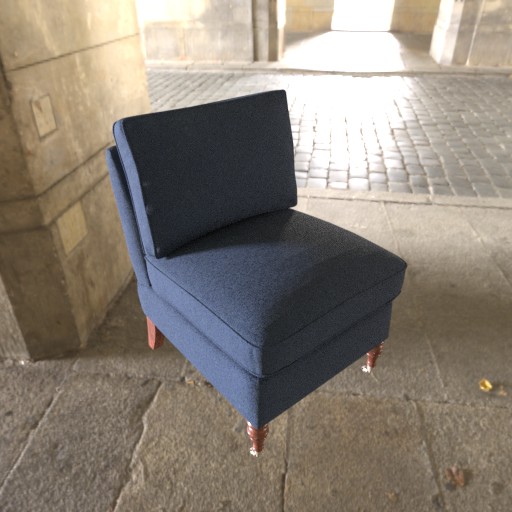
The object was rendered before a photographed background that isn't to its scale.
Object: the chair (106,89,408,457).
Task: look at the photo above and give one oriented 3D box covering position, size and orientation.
[{"bbox_3d":[0.000,0.000,1.686,0.724,1.052,0.912,-23,39,-33],"label":"chair"}]
